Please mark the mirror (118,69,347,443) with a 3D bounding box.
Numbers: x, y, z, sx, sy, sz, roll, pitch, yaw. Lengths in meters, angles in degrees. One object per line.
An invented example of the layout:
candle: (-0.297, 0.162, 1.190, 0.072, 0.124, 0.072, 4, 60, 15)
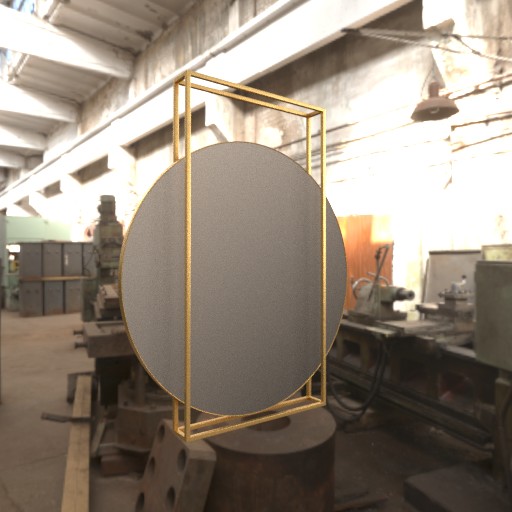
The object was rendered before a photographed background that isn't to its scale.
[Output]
mirror: (0.000, 0.000, 0.829, 0.508, 0.603, 0.051, 0, -1, -36)
